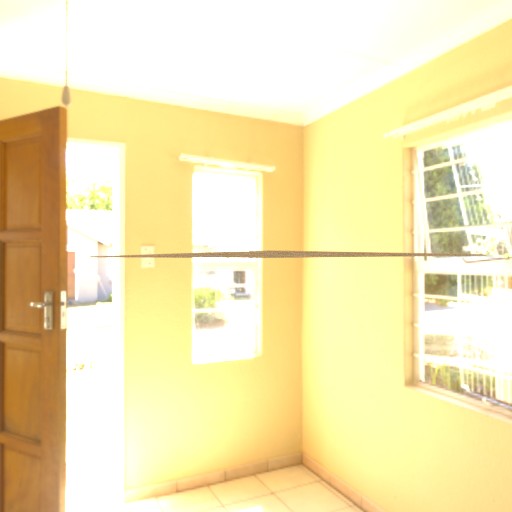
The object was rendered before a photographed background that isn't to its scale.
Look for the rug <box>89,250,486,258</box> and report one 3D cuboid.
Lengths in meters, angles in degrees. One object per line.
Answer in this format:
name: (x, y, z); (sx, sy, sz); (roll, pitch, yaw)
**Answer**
rug: (0.000, 0.000, 2.925); (1.522, 0.008, 2.284); (0, -1, -36)
